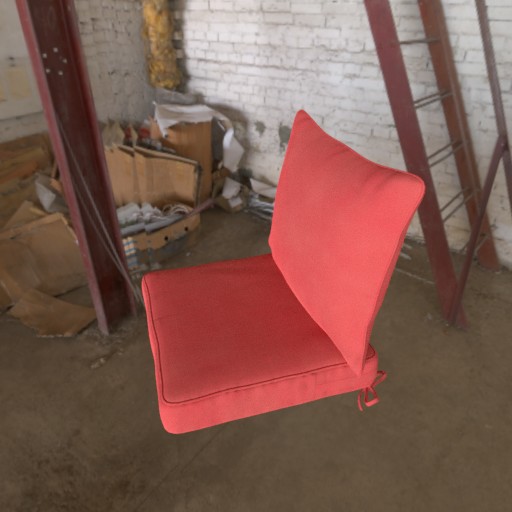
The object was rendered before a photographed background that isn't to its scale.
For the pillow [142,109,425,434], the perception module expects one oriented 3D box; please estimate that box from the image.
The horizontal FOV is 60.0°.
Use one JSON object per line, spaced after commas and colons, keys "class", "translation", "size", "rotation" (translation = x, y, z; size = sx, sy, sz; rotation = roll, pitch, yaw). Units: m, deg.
{"class": "pillow", "translation": [0.000, 0.000, 1.415], "size": [0.733, 0.725, 0.798], "rotation": [-9, 32, -14]}
